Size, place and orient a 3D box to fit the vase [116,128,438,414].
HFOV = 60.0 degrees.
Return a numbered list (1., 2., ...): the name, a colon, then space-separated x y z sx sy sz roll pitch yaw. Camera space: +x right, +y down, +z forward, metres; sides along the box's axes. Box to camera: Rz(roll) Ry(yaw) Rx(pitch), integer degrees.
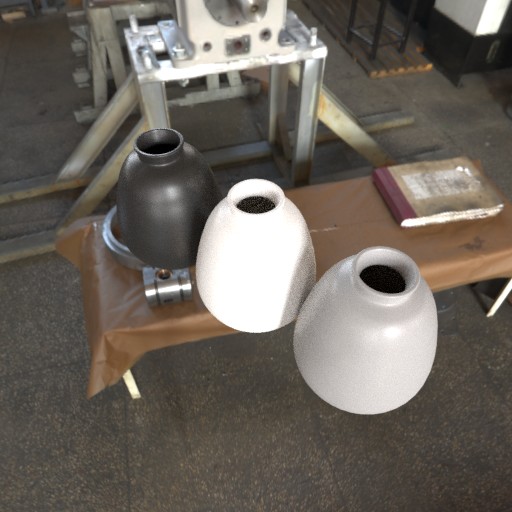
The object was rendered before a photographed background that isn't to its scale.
1. vase: 0.000 0.000 0.347 0.297 0.122 0.097 33 56 26
